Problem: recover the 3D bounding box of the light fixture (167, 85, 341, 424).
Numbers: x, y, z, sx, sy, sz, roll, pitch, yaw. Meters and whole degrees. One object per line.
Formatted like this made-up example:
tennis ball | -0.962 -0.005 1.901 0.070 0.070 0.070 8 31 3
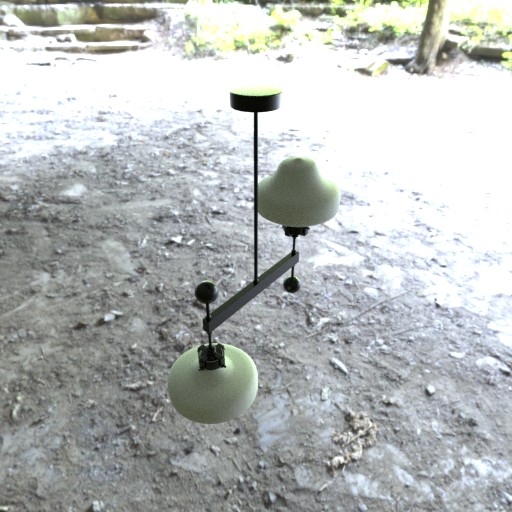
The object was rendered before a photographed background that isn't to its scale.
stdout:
light fixture | 0.000 0.000 1.041 0.422 0.743 0.489 0 32 0
